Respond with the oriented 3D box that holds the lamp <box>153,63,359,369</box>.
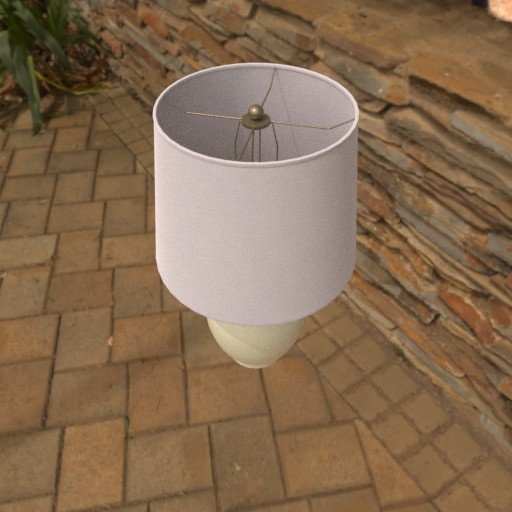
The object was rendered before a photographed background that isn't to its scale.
[{"bbox_3d":[0.000,0.000,0.551,0.239,0.399,0.239,0,46,0],"label":"lamp"}]
